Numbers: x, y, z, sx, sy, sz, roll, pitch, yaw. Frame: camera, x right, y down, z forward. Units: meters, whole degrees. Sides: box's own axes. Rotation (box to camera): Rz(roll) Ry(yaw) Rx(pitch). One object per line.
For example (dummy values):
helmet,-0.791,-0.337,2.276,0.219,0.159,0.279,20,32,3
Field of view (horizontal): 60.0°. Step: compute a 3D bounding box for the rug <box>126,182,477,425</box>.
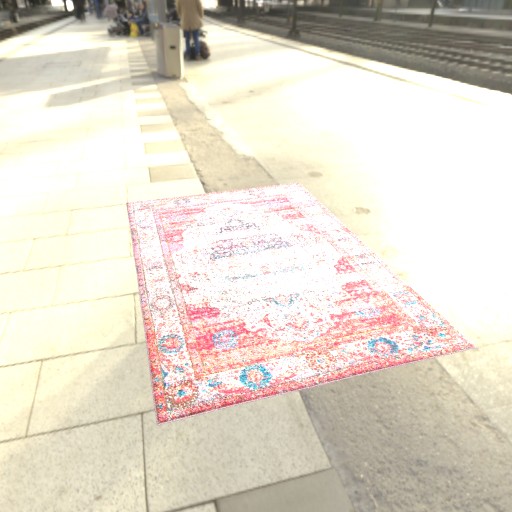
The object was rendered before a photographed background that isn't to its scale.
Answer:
rug,0.000,0.000,2.306,1.219,0.006,1.829,-9,32,-15
